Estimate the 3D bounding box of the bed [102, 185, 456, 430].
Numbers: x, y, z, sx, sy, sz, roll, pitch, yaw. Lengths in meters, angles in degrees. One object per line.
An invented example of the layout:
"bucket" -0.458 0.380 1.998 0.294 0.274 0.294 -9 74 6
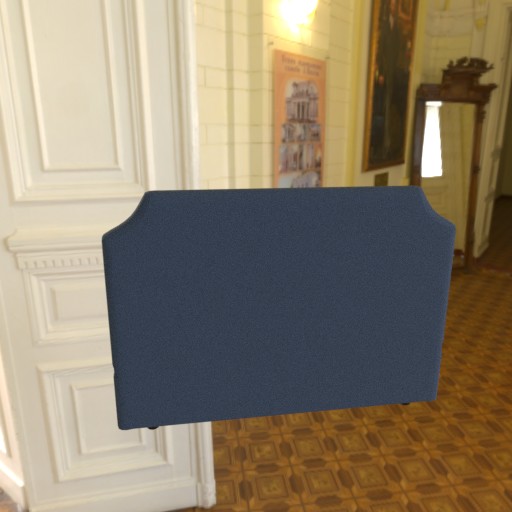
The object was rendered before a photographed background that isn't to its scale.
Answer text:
"bed" 0.000 0.000 3.378 1.831 1.297 2.260 -2 16 -8
